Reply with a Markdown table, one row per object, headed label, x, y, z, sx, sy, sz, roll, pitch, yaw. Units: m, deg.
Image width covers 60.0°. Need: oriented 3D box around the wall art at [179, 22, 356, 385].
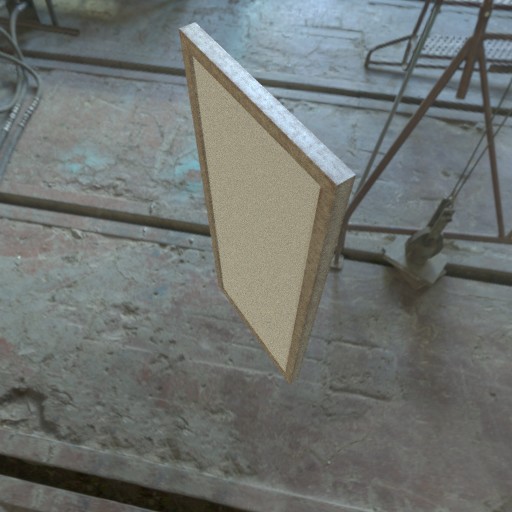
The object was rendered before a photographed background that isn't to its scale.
| label | x | y | z | sx | sy | sz | roll | pitch | yaw |
| --- | --- | --- | --- | --- | --- | --- | --- | --- | --- |
| wall art | 0.000 | 0.000 | 1.654 | 0.051 | 1.461 | 0.648 | -30 | 63 | -17 |
